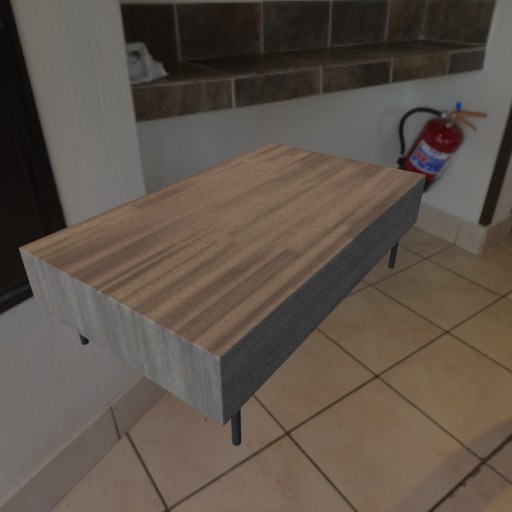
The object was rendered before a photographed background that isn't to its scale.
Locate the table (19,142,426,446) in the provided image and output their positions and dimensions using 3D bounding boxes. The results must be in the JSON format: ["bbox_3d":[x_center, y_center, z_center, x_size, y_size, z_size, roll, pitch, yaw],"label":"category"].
[{"bbox_3d":[0.000,0.000,1.383,0.643,0.347,1.088,21,37,30],"label":"table"}]
